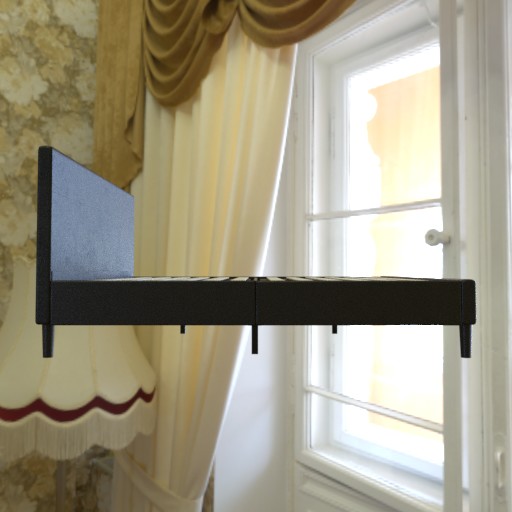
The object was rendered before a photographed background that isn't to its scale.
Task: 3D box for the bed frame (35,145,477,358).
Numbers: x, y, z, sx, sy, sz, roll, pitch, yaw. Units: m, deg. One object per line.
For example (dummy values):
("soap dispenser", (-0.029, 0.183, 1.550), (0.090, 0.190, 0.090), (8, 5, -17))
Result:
("bed frame", (0.000, 0.000, 2.899), (2.152, 1.046, 1.469), (0, -2, 0))
